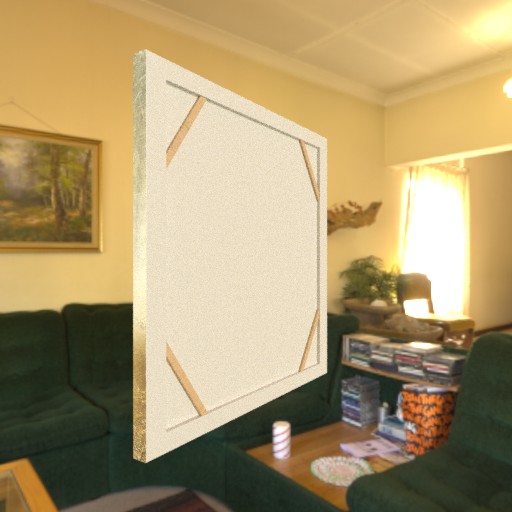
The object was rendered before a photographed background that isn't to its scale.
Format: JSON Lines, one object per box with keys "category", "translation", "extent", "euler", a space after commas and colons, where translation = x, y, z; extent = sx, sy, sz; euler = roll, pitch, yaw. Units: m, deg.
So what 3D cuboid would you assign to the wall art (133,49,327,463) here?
{"category": "wall art", "translation": [0.000, 0.000, 1.630], "extent": [0.051, 1.091, 1.092], "euler": [0, 0, 35]}
